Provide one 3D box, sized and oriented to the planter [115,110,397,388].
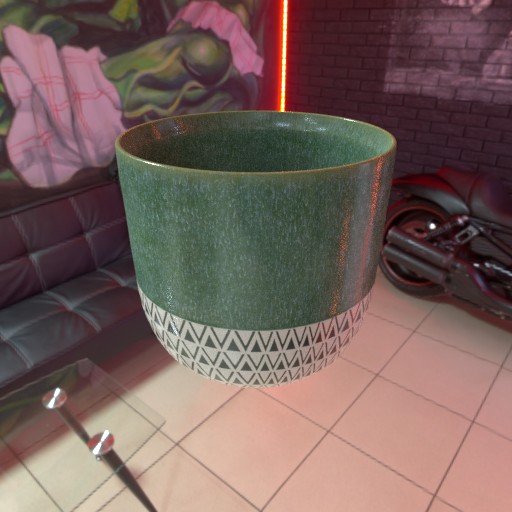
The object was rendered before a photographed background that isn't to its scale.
[{"bbox_3d":[0.000,0.000,0.495,0.266,0.270,0.266,0,27,0],"label":"planter"}]
